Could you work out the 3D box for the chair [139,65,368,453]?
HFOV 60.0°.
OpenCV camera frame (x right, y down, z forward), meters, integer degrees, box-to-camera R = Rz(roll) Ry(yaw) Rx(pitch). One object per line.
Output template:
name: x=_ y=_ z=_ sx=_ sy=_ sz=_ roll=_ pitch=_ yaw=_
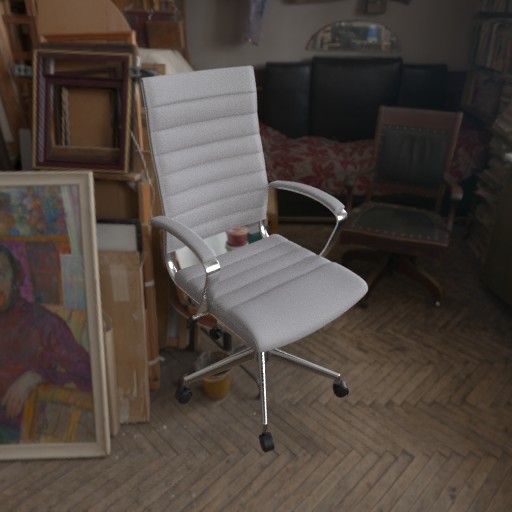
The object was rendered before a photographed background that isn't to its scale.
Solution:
chair: x=0.000 y=0.000 z=1.567 sx=0.679 sy=1.149 sz=0.667 roll=-22 pitch=37 yaw=-32
